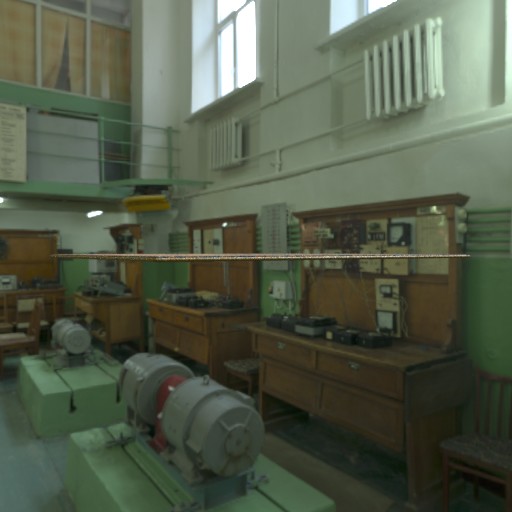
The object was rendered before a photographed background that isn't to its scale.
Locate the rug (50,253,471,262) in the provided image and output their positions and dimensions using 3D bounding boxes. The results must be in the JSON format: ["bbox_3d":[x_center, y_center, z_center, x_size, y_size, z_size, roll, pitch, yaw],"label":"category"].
[{"bbox_3d":[0.000,0.000,4.095,3.040,0.031,2.435,0,1,-36],"label":"rug"}]
